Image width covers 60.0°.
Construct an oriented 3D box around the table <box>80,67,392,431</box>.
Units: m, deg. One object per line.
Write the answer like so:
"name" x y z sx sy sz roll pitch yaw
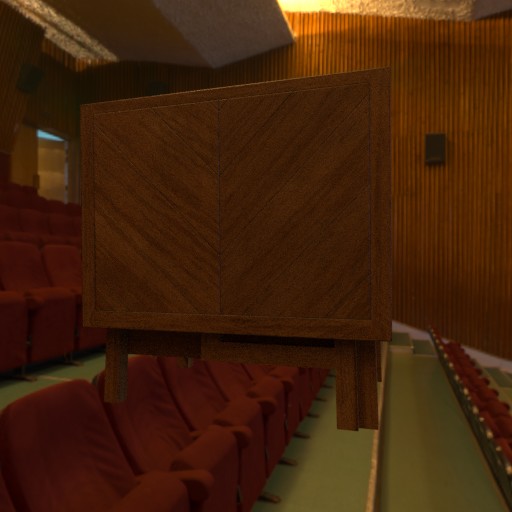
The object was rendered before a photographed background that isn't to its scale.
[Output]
"table" 0.000 0.000 1.278 0.746 0.763 0.591 0 -1 17
